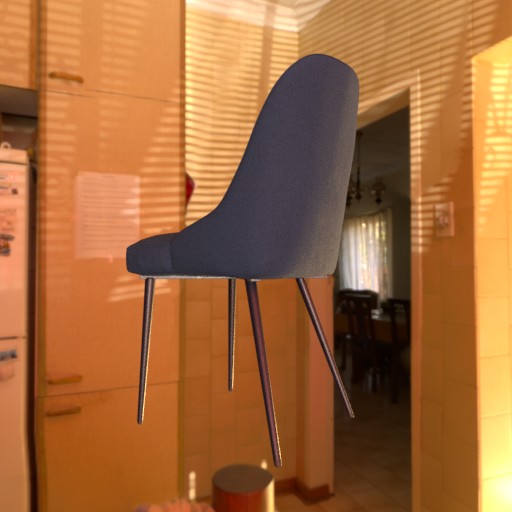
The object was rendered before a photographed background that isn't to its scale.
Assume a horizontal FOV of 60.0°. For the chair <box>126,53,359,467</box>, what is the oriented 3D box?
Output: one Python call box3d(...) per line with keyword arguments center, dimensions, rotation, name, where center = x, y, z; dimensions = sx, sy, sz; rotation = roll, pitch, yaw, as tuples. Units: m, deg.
box3d(center=(0.000, 0.000, 1.212), dimensions=(0.559, 0.896, 0.478), rotation=(-1, -2, 36), name="chair")
